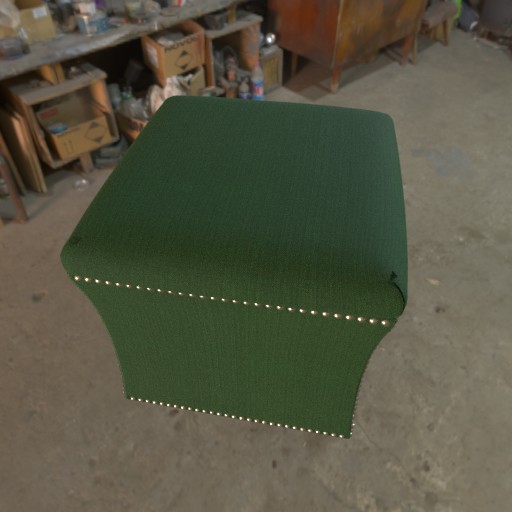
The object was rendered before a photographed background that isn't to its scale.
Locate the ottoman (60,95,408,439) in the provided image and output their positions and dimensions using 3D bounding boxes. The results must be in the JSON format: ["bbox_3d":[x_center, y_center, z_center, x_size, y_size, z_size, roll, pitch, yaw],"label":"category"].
[{"bbox_3d":[0.000,0.000,0.893,0.497,0.475,0.507,8,45,7],"label":"ottoman"}]
